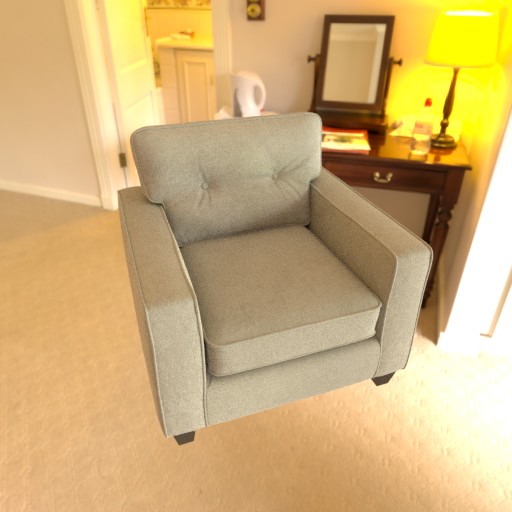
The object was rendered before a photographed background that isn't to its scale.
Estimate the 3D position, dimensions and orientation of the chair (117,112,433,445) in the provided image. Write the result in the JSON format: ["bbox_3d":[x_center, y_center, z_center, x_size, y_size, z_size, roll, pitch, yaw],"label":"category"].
[{"bbox_3d":[0.000,0.000,1.824,1.015,0.965,0.939,-11,33,-17],"label":"chair"}]
